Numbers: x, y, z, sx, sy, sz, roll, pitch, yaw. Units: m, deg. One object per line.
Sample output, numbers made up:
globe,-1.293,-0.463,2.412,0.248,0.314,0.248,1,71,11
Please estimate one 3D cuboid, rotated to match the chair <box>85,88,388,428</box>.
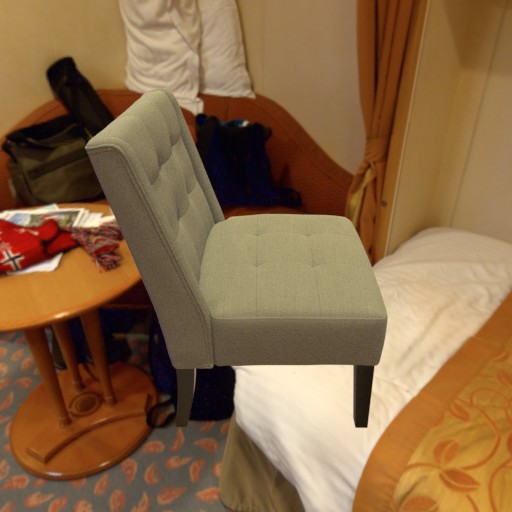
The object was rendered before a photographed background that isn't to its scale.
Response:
chair,0.000,0.000,1.307,0.676,0.853,0.569,0,31,1
